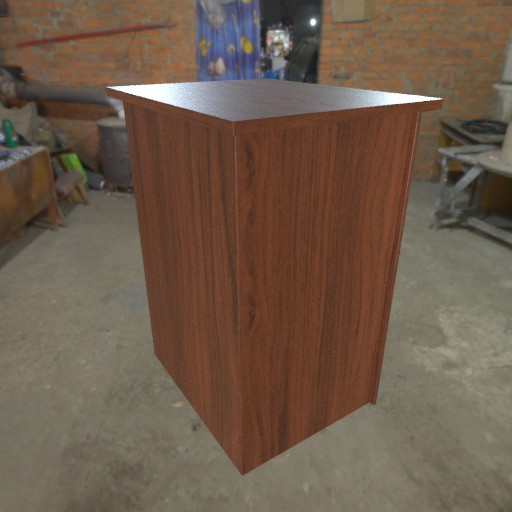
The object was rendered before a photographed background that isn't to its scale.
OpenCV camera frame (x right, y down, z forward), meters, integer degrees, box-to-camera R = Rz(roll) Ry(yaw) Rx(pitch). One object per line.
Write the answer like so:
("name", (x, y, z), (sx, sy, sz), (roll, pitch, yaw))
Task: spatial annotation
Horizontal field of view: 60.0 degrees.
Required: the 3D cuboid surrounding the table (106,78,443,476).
("table", (0.000, 0.000, 0.913), (0.381, 0.636, 0.480), (-16, 30, -30))
